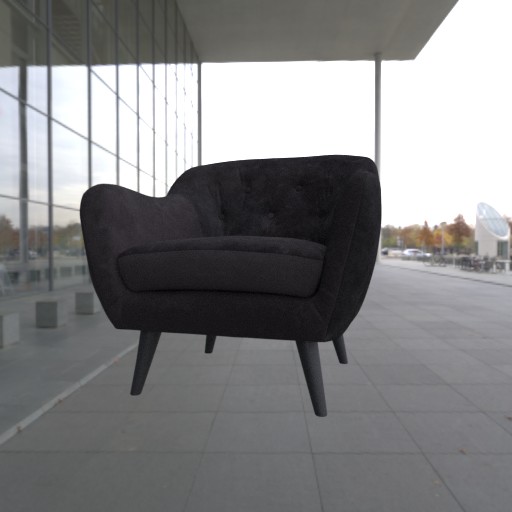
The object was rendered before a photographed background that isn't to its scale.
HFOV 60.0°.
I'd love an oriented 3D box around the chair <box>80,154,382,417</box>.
[{"bbox_3d":[0.000,0.000,1.517,0.840,0.807,0.819,0,1,17],"label":"chair"}]
